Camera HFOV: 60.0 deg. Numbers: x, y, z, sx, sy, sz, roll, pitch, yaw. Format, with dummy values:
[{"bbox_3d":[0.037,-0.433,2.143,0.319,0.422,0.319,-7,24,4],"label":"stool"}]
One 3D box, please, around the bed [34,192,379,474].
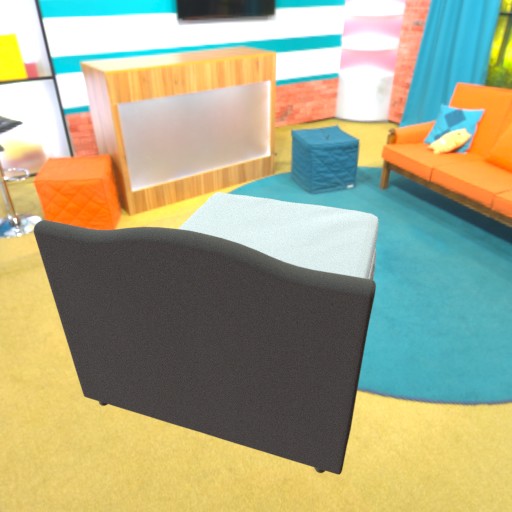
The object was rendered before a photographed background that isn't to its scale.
[{"bbox_3d":[0.000,0.000,3.082,1.666,1.387,2.036,10,34,16],"label":"bed"}]
